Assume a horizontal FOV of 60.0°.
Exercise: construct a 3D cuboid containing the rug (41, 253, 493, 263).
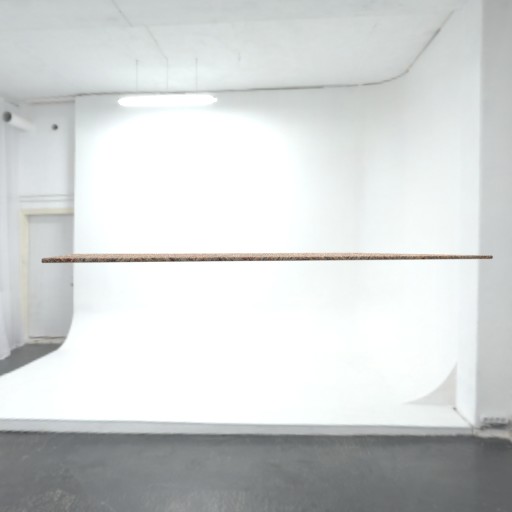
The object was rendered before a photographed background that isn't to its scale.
[{"bbox_3d":[0.000,0.000,2.847,2.285,0.019,1.523,0,1,-17],"label":"rug"}]
